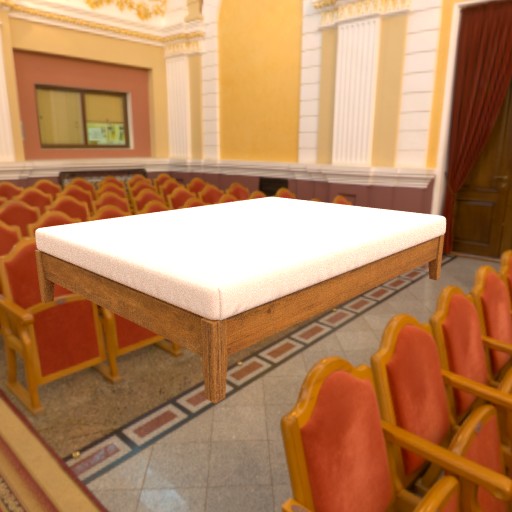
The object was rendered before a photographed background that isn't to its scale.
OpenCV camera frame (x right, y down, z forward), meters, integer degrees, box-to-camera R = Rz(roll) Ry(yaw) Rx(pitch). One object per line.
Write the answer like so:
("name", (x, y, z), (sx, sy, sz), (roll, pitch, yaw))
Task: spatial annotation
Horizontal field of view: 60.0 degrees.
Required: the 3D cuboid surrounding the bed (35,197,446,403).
("bed", (0.000, 0.000, 2.721), (1.536, 0.431, 2.016), (13, 20, 42))
